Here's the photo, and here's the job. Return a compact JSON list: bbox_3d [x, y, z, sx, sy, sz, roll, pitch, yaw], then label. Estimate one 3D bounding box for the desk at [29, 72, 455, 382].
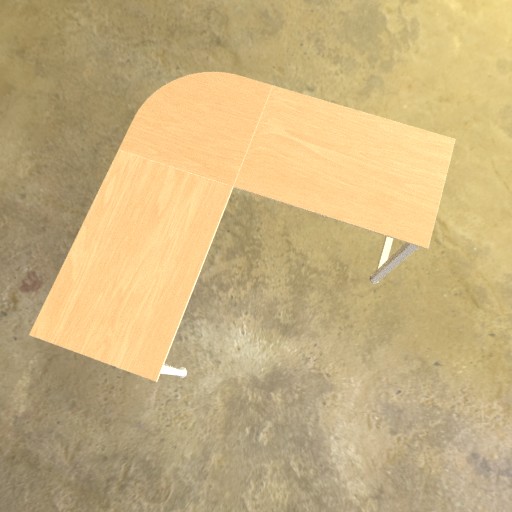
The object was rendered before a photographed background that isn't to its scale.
[{"bbox_3d":[0.000,0.000,2.224,1.400,0.762,1.400,18,75,5],"label":"desk"}]
